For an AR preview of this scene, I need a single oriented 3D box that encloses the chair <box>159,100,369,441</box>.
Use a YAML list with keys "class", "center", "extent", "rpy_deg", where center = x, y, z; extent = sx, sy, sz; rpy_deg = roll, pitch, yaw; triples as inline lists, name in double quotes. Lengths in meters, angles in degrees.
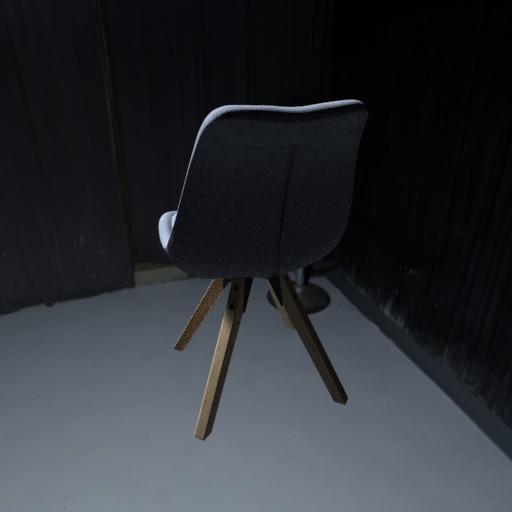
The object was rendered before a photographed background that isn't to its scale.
- class: "chair"
  center: [0.000, 0.000, 1.191]
  extent: [0.485, 0.850, 0.550]
  rpy_deg: [-8, 28, -16]
